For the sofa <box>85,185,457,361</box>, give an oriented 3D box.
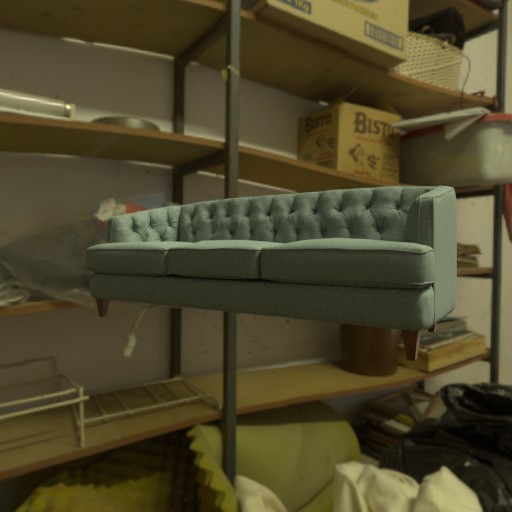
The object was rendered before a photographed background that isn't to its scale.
[{"bbox_3d":[0.000,0.000,2.773,2.278,0.855,0.941,1,1,35],"label":"sofa"}]
